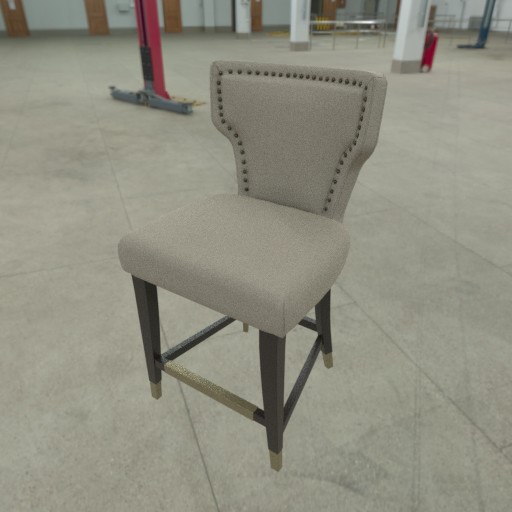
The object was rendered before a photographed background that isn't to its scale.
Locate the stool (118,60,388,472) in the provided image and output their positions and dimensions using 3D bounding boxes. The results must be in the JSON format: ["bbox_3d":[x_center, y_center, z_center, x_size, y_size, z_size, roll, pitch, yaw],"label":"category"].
[{"bbox_3d":[0.000,0.000,1.275,0.527,0.982,0.563,18,35,29],"label":"stool"}]
